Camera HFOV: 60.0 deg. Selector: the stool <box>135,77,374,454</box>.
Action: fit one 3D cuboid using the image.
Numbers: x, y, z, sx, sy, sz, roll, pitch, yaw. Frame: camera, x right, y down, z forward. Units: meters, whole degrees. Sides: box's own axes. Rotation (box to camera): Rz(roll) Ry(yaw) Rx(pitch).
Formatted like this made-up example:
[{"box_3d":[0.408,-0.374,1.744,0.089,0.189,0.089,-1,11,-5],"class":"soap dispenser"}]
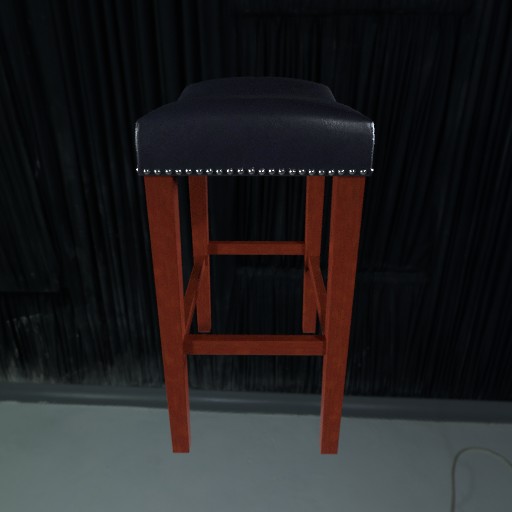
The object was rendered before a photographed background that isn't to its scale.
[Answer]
[{"box_3d":[0.000,0.000,1.029,0.372,0.742,0.504,0,26,1],"class":"stool"}]
